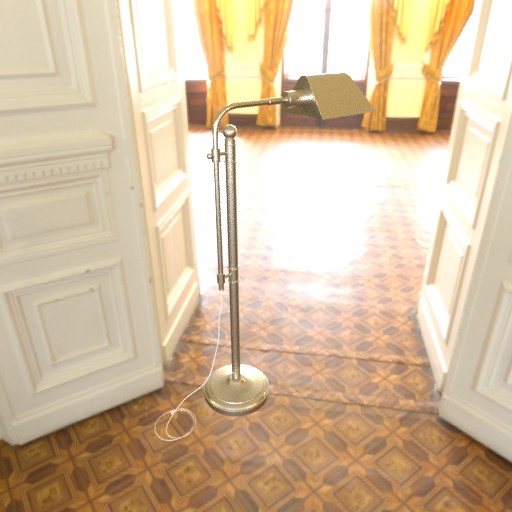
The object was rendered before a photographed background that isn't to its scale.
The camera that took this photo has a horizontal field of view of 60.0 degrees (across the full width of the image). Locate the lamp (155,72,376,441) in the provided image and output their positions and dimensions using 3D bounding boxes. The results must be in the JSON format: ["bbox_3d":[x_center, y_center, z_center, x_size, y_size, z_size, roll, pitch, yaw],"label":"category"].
[{"bbox_3d":[0.000,0.000,0.951,0.546,0.708,0.159,-19,33,-32],"label":"lamp"}]
